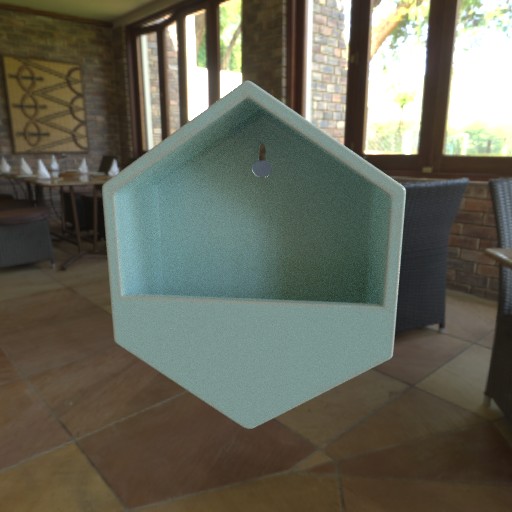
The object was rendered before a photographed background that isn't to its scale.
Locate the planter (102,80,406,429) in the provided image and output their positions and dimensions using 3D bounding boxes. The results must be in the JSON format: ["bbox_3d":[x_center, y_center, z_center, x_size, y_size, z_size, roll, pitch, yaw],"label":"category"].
[{"bbox_3d":[0.000,0.000,0.291,0.169,0.207,0.078,2,14,7],"label":"planter"}]
